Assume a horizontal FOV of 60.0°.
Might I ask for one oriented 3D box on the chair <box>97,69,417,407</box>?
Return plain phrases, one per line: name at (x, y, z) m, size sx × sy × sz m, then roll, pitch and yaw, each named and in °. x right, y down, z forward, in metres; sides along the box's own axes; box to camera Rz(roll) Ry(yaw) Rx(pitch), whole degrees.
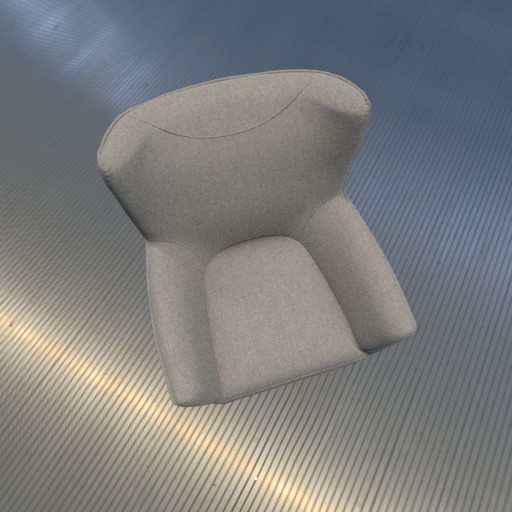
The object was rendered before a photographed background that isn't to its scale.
chair at (0.000, 0.000, 1.556) m, size 0.781 × 0.933 × 0.888 m, roll -15°, pitch 64°, yaw -7°
